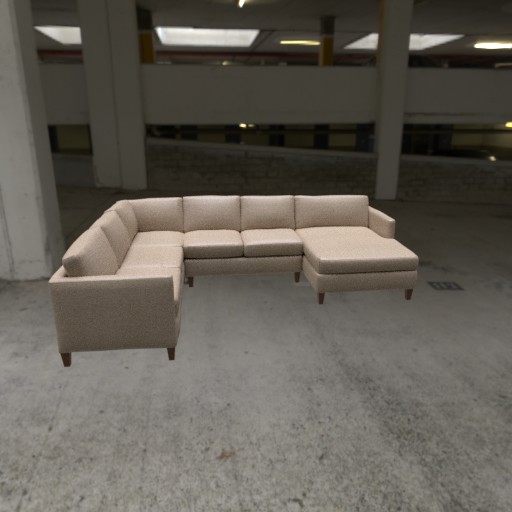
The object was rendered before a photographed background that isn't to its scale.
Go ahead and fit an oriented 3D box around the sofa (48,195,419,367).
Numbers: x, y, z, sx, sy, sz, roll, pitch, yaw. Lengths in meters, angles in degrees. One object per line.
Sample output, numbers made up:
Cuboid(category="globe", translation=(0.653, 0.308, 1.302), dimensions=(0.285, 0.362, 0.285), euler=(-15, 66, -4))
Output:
Cuboid(category="sofa", translation=(0.000, 0.000, 4.760), dimensions=(3.460, 0.961, 2.594), euler=(-2, 18, -7))
